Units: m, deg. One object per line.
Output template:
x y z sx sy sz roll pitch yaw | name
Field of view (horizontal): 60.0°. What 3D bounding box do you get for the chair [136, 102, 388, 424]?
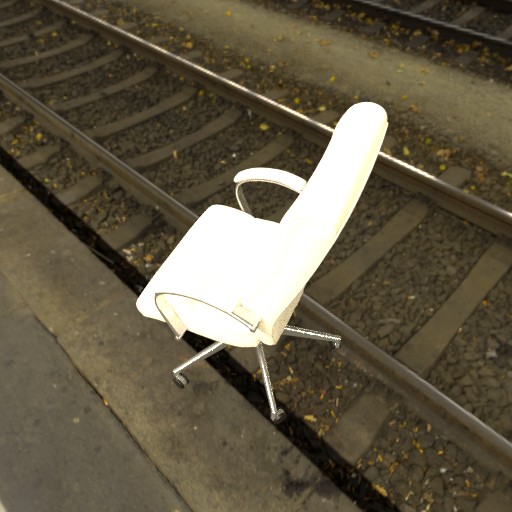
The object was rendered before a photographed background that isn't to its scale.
0.000 0.000 1.628 0.745 1.099 0.727 17 49 16 | chair
